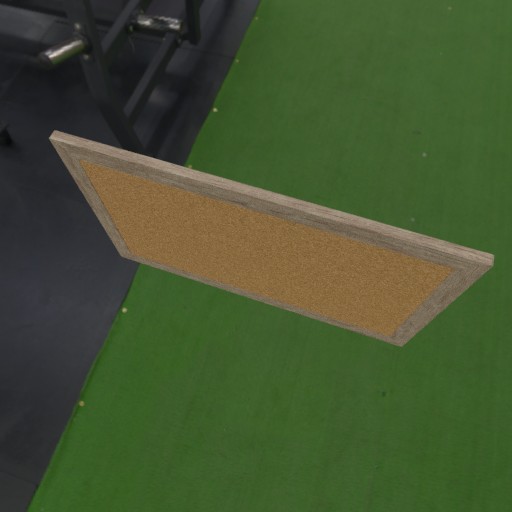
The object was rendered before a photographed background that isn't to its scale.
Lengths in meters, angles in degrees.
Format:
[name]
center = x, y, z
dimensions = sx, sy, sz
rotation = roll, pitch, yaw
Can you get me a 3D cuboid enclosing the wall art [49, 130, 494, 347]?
[wall art]
center = 0.000, 0.000, 0.958
dimensions = 0.780, 0.480, 0.021
rotation = 17, 65, 8
